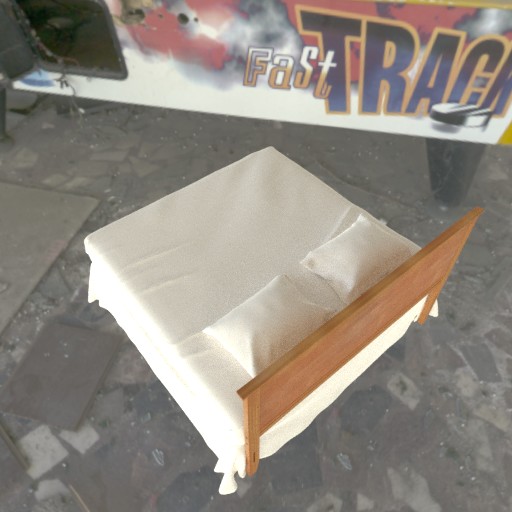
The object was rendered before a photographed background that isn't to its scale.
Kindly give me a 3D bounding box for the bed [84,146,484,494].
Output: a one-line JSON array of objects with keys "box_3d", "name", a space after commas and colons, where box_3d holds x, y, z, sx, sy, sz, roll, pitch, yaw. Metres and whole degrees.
[{"box_3d": [0.000, 0.000, 3.452, 2.317, 1.270, 2.215, -32, 55, -25], "name": "bed"}]
